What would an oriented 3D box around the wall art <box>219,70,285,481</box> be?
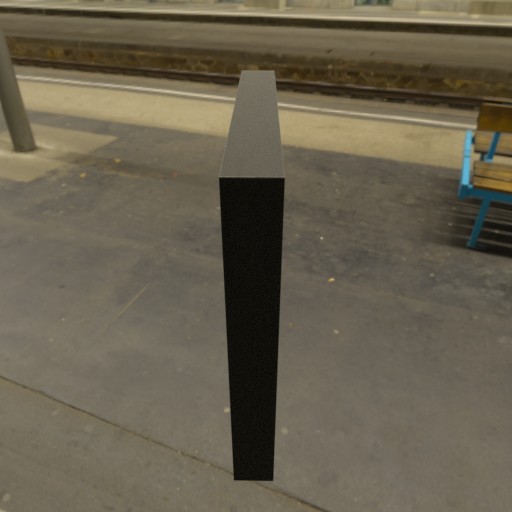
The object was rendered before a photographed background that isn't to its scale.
[{"bbox_3d":[0.000,0.000,0.460,0.037,0.305,0.305,0,33,1],"label":"wall art"}]
